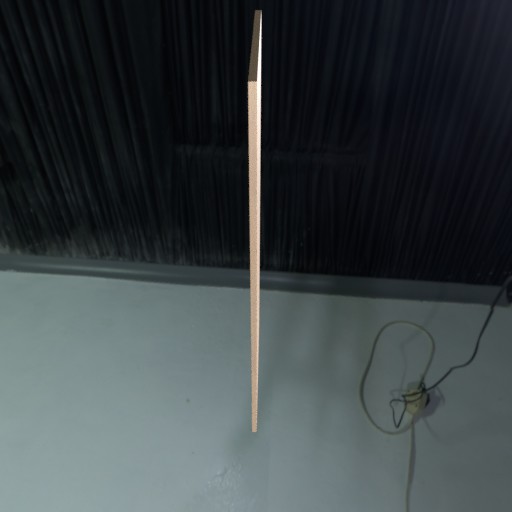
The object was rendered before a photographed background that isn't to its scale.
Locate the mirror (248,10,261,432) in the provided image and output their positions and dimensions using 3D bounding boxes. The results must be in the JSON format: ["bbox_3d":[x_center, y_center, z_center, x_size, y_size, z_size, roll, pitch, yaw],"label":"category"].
[{"bbox_3d":[0.000,0.000,2.226,0.026,2.031,0.812,1,42,1],"label":"mirror"}]
